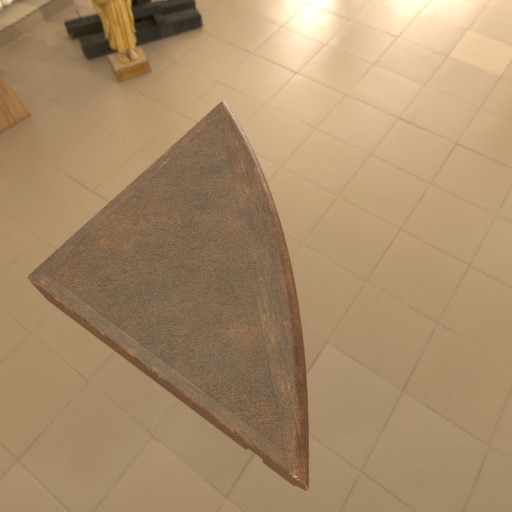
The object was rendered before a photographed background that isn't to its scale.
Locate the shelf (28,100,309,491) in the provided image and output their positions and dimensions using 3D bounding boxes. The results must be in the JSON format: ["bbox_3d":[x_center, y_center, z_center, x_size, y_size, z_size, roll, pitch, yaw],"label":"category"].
[{"bbox_3d":[0.000,0.000,0.456,0.310,0.050,0.310,31,64,17],"label":"shelf"}]
